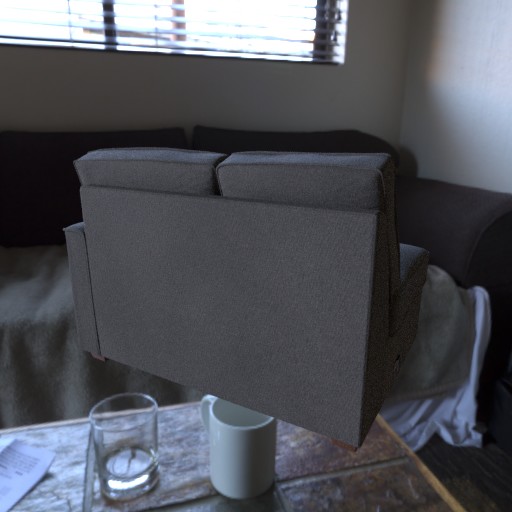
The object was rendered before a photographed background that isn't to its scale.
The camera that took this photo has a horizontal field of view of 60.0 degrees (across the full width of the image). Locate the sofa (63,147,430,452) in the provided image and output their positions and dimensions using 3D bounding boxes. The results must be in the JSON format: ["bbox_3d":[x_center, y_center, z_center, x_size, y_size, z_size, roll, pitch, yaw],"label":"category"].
[{"bbox_3d":[0.000,0.000,2.030,1.388,0.989,0.991,9,19,29],"label":"sofa"}]
